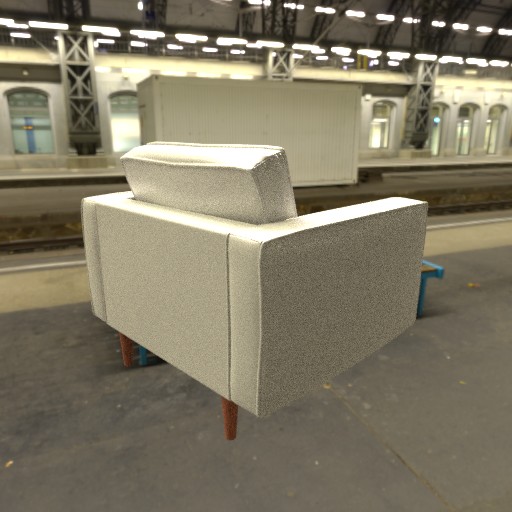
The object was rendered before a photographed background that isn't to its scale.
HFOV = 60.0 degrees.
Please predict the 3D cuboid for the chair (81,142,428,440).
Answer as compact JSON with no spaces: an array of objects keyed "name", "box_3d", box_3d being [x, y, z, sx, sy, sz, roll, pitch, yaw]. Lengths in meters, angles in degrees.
[{"name":"chair","box_3d":[0.000,0.000,1.552,0.843,0.773,0.928,-15,21,-43]}]
